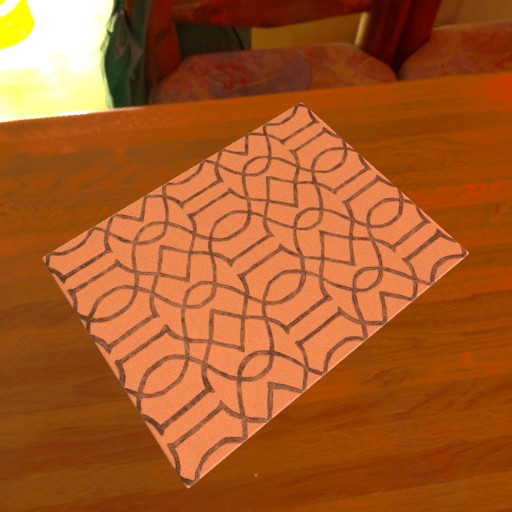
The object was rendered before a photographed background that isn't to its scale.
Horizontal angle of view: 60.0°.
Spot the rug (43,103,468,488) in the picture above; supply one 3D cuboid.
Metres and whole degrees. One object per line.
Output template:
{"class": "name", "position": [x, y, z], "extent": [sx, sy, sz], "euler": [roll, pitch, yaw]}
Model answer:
{"class": "rug", "position": [0.000, 0.000, 3.788], "extent": [2.910, 0.021, 2.211], "euler": [-35, 69, -16]}
